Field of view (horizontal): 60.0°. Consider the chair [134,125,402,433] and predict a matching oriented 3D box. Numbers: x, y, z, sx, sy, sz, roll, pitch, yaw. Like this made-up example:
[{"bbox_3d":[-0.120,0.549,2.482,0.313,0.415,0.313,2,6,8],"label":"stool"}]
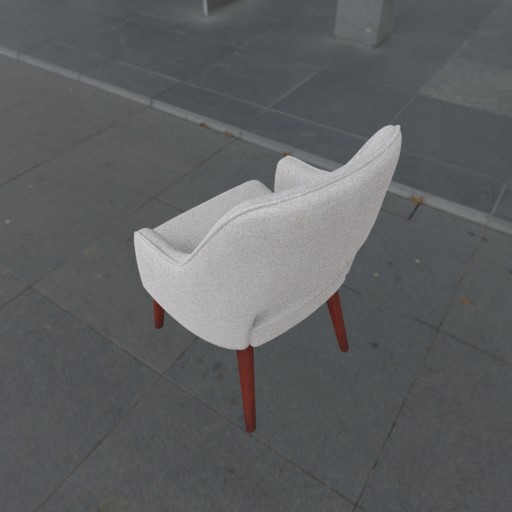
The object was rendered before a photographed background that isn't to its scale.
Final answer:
[{"bbox_3d":[0.000,0.000,1.221,0.560,0.840,0.580,-32,53,-28],"label":"chair"}]
